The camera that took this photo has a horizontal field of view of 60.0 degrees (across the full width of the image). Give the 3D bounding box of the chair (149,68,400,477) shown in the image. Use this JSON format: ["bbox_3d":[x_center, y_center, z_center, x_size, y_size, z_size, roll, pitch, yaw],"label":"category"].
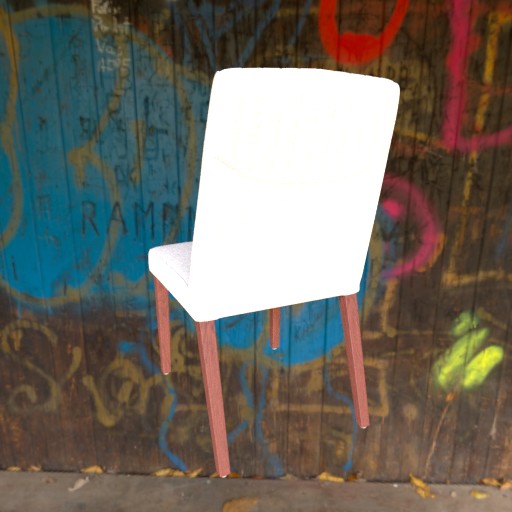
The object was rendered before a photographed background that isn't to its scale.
[{"bbox_3d":[0.000,0.000,1.233,0.480,0.900,0.594,-7,17,-25],"label":"chair"}]
